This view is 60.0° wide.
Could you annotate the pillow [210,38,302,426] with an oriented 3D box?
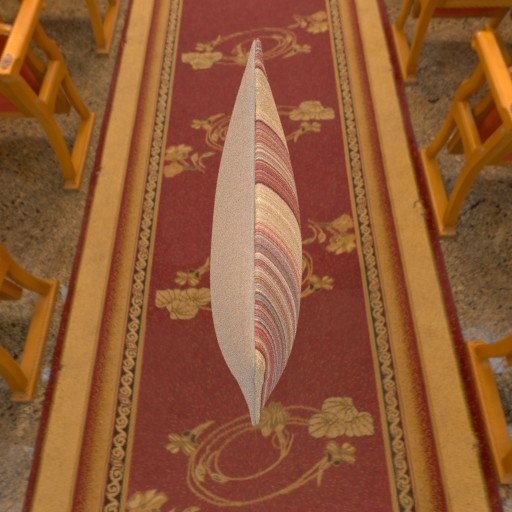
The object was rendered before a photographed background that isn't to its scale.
[{"bbox_3d":[0.000,0.000,0.663,0.136,0.419,0.437,0,63,0],"label":"pillow"}]
